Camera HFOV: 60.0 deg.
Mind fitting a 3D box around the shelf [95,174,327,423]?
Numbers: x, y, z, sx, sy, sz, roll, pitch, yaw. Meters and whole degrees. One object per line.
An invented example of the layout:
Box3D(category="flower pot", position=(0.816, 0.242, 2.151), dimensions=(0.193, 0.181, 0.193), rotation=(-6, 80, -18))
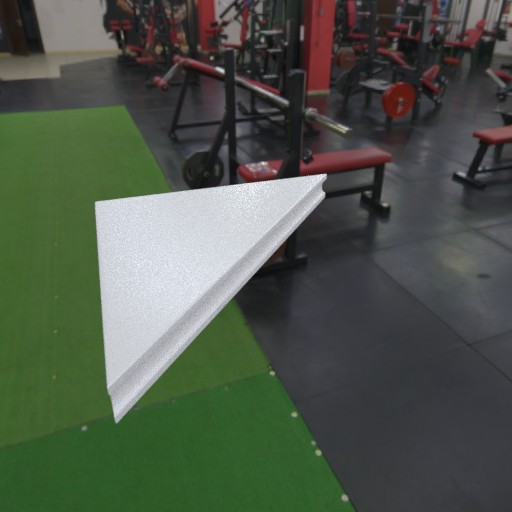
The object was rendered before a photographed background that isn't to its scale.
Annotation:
Box3D(category="shelf", position=(0.000, 0.000, 0.442), dimensions=(0.296, 0.035, 0.296), rotation=(-10, 32, -16))
